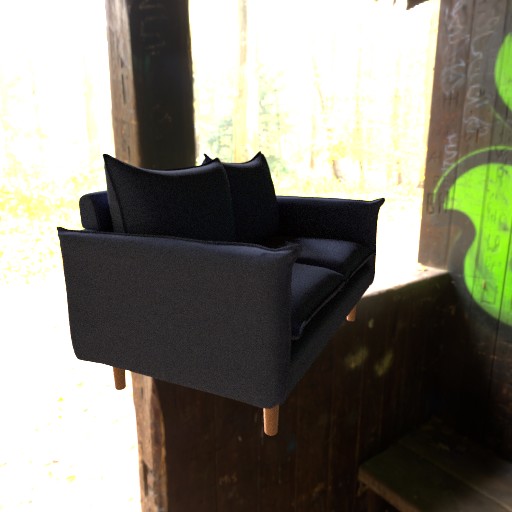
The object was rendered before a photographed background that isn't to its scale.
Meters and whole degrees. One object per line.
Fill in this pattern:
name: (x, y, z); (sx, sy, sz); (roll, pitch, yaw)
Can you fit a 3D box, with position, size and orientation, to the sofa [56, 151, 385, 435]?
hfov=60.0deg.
sofa: (0.000, 0.000, 1.839); (0.820, 0.840, 1.300); (6, 15, 25)
